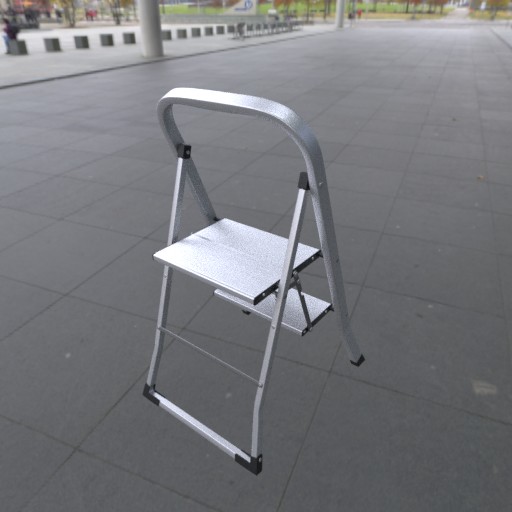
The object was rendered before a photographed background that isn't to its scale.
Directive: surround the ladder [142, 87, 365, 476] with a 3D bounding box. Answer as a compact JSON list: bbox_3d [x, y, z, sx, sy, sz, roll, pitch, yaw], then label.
[{"bbox_3d":[0.000,0.000,1.141,0.465,0.830,0.530,21,35,32],"label":"ladder"}]
